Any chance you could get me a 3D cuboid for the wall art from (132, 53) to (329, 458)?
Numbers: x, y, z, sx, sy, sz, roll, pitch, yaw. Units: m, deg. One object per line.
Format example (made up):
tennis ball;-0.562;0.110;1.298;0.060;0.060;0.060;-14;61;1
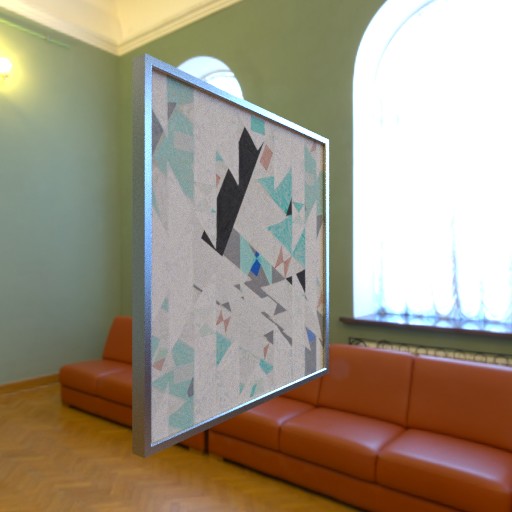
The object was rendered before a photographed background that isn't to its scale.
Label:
wall art;0.000;0.000;1.220;0.038;0.806;0.806;0;0;36
